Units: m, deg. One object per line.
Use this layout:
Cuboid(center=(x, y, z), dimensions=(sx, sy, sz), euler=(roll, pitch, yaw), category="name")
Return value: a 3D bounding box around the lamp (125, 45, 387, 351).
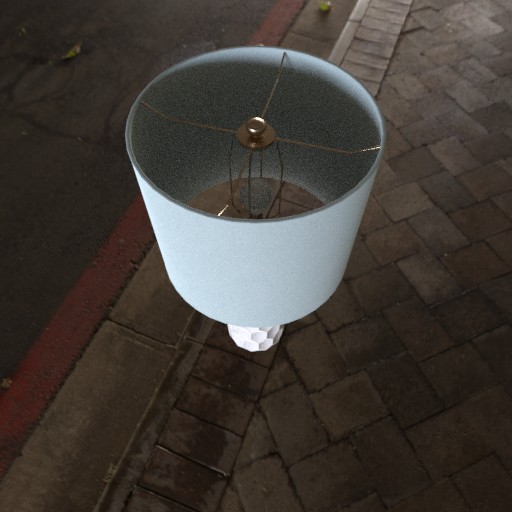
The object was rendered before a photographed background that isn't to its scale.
Cuboid(center=(0.000, 0.000, 0.699), dimensions=(0.277, 0.534, 0.277), euler=(-31, 62, -19), category="lamp")
